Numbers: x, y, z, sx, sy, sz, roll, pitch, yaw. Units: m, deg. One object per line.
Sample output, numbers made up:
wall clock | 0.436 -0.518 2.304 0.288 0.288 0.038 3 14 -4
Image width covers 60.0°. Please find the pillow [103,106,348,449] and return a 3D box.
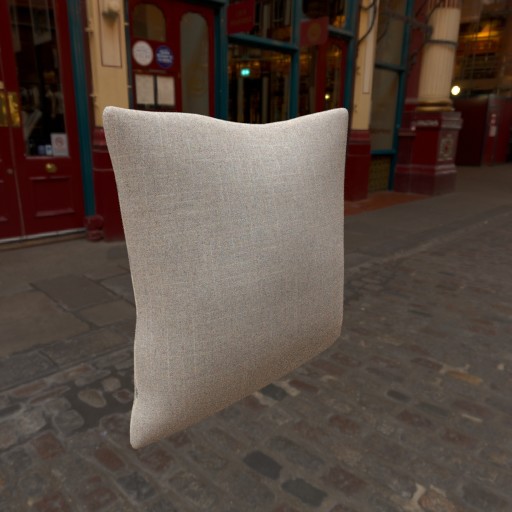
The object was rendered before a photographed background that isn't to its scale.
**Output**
pillow | 0.000 0.000 0.855 0.578 0.558 0.192 -15 22 -42
